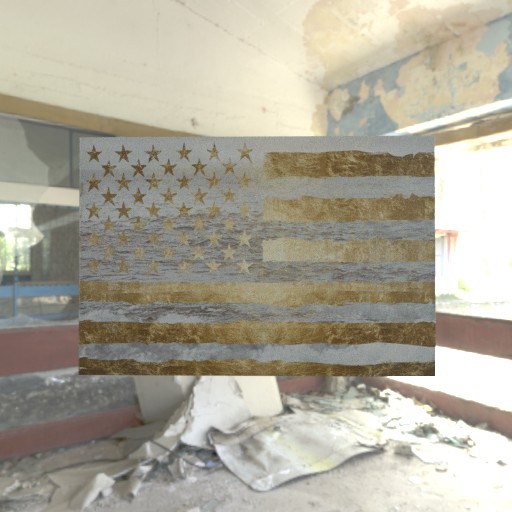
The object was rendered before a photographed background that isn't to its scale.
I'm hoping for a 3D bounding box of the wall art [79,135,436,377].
[{"bbox_3d":[0.000,0.000,0.772,0.606,0.407,0.041,0,-1,1],"label":"wall art"}]
